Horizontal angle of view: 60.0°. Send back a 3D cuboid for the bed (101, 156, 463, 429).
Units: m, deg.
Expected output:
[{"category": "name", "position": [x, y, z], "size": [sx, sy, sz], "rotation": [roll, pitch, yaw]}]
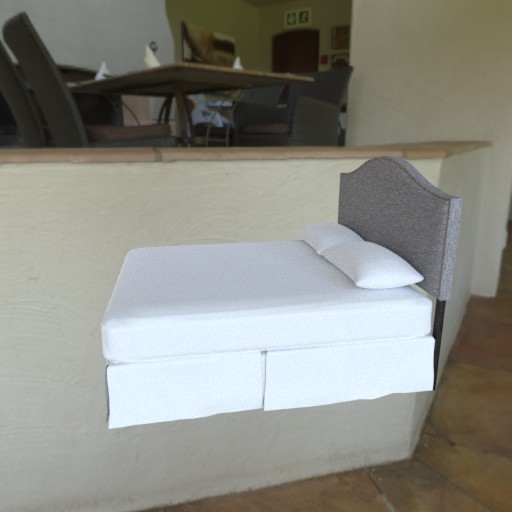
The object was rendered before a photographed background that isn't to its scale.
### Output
[{"category": "bed", "position": [0.000, 0.000, 2.972], "size": [1.870, 1.295, 1.610], "rotation": [-3, 16, -10]}]
